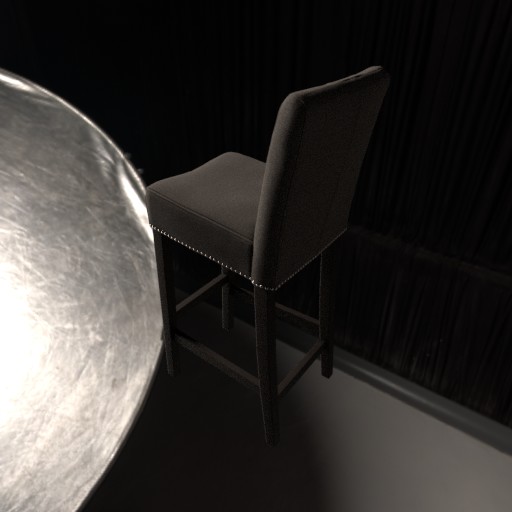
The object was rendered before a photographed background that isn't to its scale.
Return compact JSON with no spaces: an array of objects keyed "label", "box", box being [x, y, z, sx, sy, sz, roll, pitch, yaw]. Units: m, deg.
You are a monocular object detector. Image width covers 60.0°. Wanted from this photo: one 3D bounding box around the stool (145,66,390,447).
[{"label":"stool","box":[0.000,0.000,1.319,0.548,1.047,0.411,21,37,30]}]
